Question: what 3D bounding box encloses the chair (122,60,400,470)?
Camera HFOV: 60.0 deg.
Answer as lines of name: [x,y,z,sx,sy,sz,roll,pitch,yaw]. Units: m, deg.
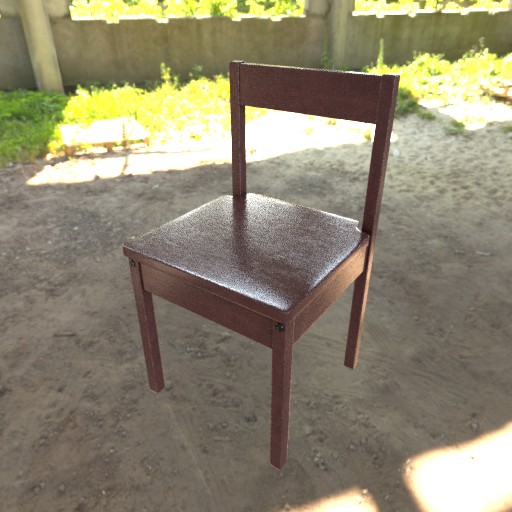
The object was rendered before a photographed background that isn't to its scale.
chair: [0.000,0.000,0.885,0.367,0.668,0.361,19,35,30]
